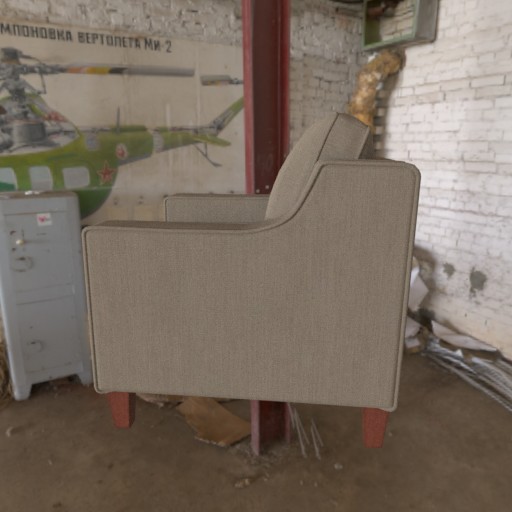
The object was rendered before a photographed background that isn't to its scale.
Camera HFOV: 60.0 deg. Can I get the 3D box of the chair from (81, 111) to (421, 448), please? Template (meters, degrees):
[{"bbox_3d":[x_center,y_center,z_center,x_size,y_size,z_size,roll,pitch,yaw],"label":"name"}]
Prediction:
[{"bbox_3d":[0.000,0.000,1.603,0.909,0.960,0.831,2,15,7],"label":"chair"}]
